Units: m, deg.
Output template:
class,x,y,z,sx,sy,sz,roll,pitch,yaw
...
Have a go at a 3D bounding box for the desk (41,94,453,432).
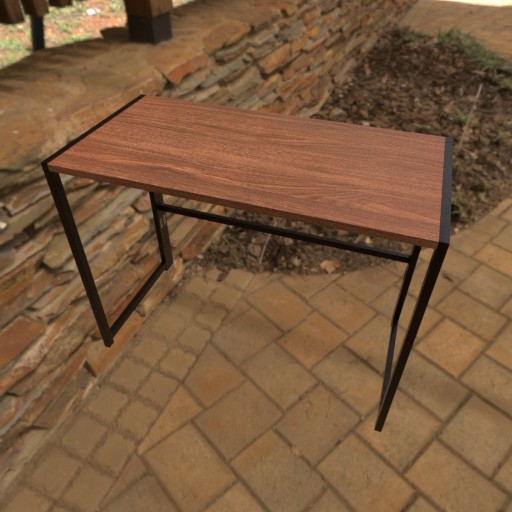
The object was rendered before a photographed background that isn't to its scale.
class,x,y,z,sx,sy,sz,roll,pitch,yaw
desk,0.000,0.000,1.454,1.016,0.762,0.508,13,42,15
